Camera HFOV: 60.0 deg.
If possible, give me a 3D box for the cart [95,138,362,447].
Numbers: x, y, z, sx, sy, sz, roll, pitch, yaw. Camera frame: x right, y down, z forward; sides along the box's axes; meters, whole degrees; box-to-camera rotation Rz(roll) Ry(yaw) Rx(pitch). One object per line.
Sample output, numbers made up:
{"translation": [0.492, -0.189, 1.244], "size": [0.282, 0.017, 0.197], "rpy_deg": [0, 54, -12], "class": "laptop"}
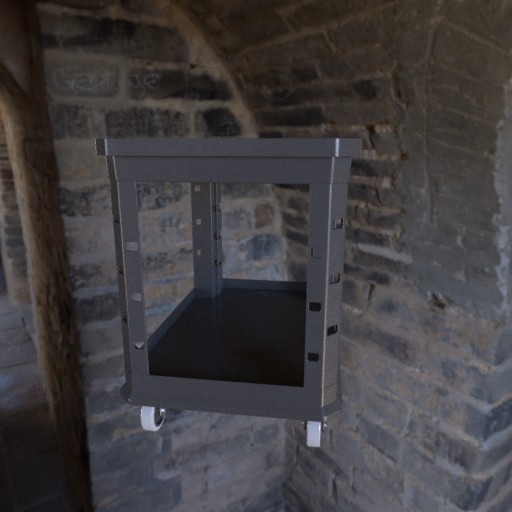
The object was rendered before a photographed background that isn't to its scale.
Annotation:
{"translation": [0.000, 0.000, 1.735], "size": [0.674, 0.884, 1.239], "rpy_deg": [2, 15, 8], "class": "cart"}
